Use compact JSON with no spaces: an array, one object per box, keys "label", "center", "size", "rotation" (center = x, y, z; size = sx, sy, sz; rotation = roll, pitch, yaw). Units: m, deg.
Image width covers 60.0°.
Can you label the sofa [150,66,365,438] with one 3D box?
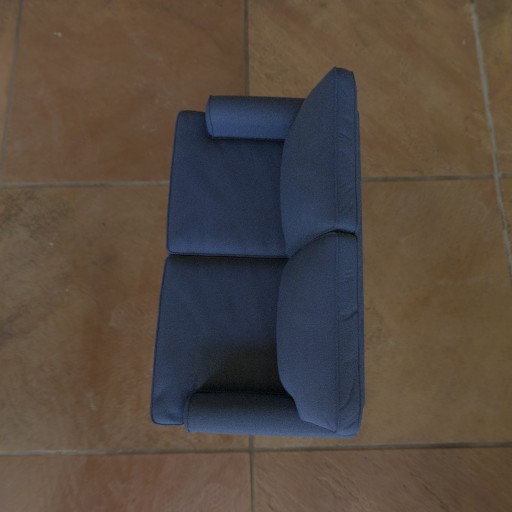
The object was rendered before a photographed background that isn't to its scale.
[{"label":"sofa","center":[0.000,0.000,2.193],"size":[0.965,0.965,1.651],"rotation":[2,76,1]}]
